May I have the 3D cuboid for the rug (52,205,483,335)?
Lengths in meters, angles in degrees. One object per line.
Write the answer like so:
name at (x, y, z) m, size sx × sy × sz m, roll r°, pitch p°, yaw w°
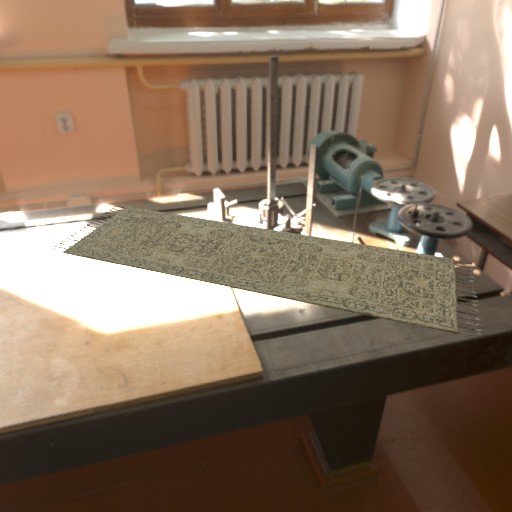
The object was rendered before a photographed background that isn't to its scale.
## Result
rug at (0.000, 0.000, 2.889) m, size 2.664 × 0.011 × 0.762 m, roll 10°, pitch 32°, yaw 16°
